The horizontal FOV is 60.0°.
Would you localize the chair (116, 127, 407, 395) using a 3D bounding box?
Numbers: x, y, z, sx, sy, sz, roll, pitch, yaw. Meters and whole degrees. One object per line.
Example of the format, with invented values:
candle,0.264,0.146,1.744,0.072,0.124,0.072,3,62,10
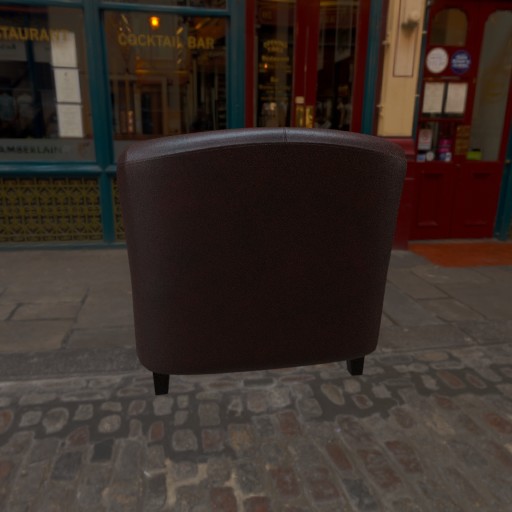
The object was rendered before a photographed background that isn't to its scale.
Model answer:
chair,0.000,0.000,1.383,0.792,0.756,0.727,-3,15,-10
